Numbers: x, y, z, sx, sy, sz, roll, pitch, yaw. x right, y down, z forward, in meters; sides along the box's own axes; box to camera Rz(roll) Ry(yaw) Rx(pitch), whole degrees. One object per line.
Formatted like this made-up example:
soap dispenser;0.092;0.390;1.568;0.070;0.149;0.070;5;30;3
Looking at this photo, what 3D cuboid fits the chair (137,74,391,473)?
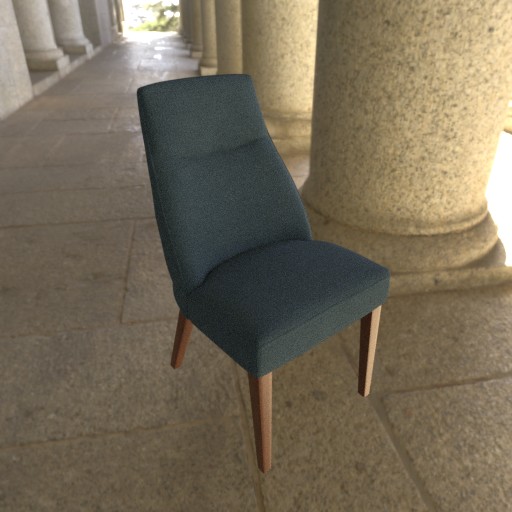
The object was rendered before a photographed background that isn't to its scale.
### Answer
chair;0.000;0.000;1.303;0.500;0.930;0.620;-22;37;-33
